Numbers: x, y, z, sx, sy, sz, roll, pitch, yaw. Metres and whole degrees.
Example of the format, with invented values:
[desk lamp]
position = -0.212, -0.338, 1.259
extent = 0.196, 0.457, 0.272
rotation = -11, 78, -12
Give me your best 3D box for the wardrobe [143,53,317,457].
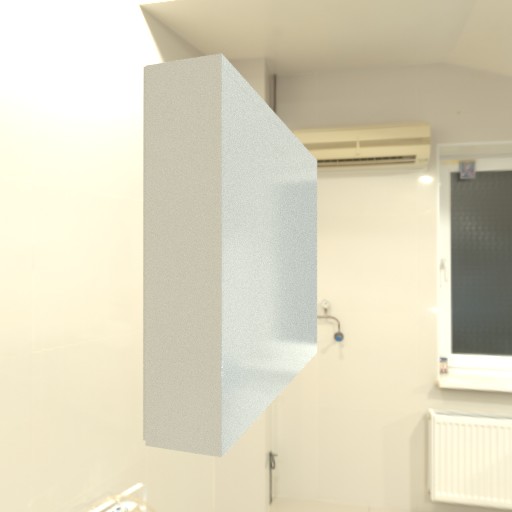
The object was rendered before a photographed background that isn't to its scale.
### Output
[wardrobe]
position = 0.000, 0.000, 4.102
extent = 0.580, 2.360, 3.000
rotation = 0, 0, 18
